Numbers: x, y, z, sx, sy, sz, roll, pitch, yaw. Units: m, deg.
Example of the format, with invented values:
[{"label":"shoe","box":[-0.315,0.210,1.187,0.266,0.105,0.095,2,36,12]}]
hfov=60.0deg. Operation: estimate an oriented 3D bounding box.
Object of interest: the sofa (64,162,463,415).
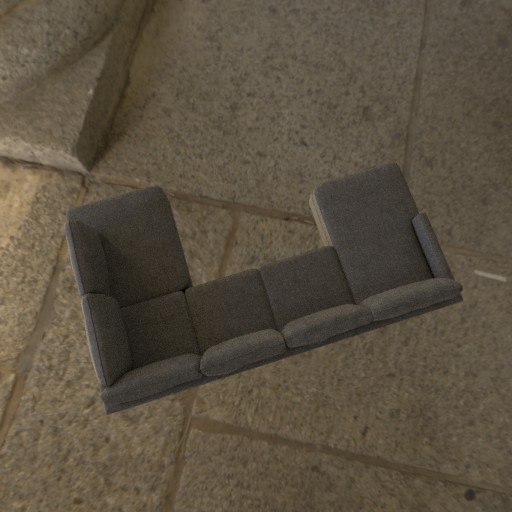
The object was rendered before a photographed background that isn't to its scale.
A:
[{"label":"sofa","box":[0.000,0.000,4.391,3.423,0.999,2.048,-17,76,-4]}]
